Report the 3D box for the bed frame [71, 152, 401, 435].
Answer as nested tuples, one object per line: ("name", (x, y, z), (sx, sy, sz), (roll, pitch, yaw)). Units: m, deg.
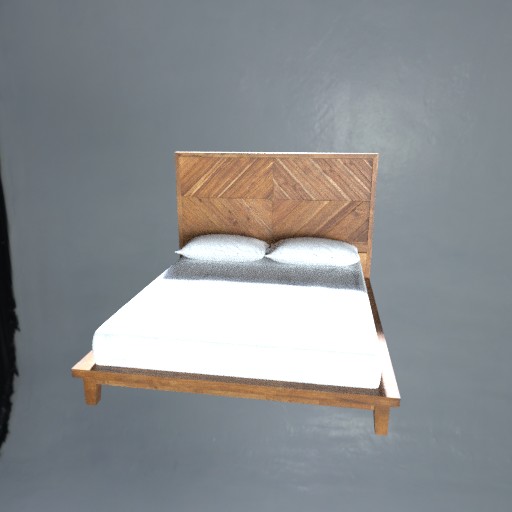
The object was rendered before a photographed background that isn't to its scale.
("bed frame", (0.000, 0.000, 3.608), (2.038, 1.537, 2.235), (3, 16, 9))
